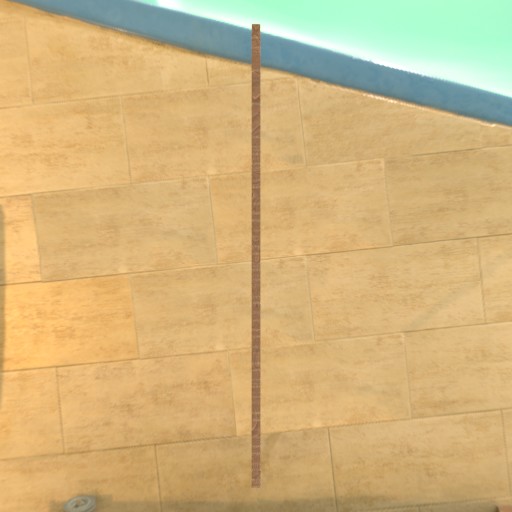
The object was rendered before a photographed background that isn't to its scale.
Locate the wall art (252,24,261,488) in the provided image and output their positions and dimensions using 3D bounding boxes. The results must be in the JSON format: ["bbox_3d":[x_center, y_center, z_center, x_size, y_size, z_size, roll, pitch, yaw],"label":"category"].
[{"bbox_3d":[0.000,0.000,1.387,0.020,0.761,1.056,0,90,0],"label":"wall art"}]
